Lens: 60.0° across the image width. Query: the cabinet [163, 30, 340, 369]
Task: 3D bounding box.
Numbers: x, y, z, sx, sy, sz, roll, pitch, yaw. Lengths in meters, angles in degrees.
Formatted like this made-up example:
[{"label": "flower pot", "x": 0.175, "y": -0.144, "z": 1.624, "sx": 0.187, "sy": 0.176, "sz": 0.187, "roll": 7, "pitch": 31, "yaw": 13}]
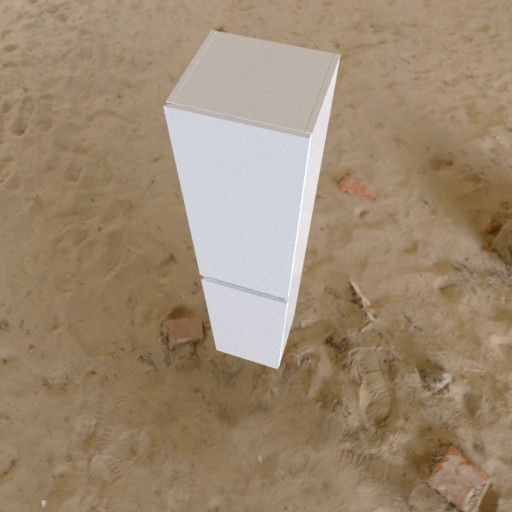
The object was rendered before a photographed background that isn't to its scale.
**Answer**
[{"label": "cabinet", "x": 0.000, "y": 0.000, "z": 1.516, "sx": 0.300, "sy": 1.400, "sz": 0.270, "roll": 15, "pitch": 59, "yaw": 9}]
